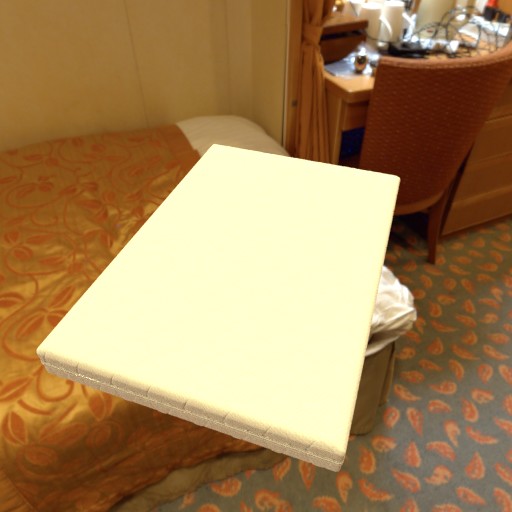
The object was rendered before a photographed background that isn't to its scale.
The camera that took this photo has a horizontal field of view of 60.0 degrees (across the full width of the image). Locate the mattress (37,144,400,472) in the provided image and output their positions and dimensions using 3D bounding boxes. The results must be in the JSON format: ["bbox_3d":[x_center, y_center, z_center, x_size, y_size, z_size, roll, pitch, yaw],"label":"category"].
[{"bbox_3d":[0.000,0.000,2.547,1.400,0.200,2.000,13,44,14],"label":"mattress"}]
